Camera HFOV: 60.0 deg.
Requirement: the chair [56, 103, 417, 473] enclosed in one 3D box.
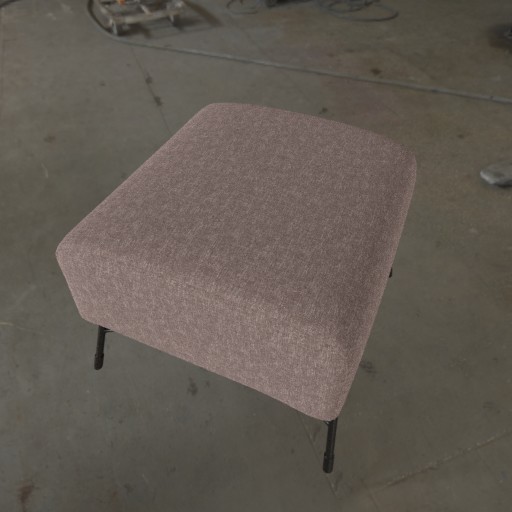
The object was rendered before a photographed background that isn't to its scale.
[{"bbox_3d":[0.000,0.000,0.891,0.530,0.410,0.530,18,49,16],"label":"chair"}]
